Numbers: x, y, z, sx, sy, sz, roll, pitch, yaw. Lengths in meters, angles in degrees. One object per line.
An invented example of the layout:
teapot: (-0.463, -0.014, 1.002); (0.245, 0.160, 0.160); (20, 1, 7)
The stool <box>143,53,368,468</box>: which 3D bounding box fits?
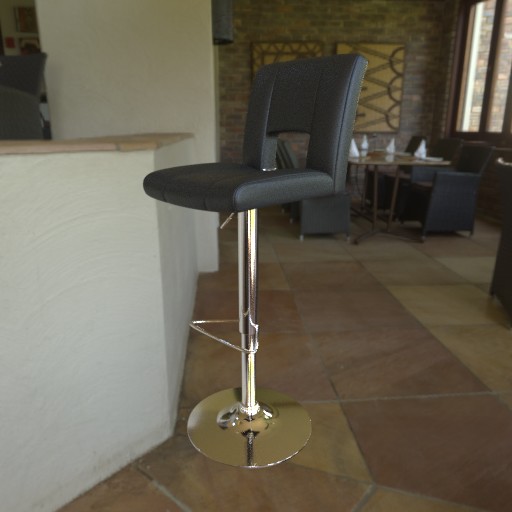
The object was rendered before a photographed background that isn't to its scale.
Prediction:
stool: (0.000, 0.000, 1.344); (0.415, 1.151, 0.520); (15, 22, 42)
